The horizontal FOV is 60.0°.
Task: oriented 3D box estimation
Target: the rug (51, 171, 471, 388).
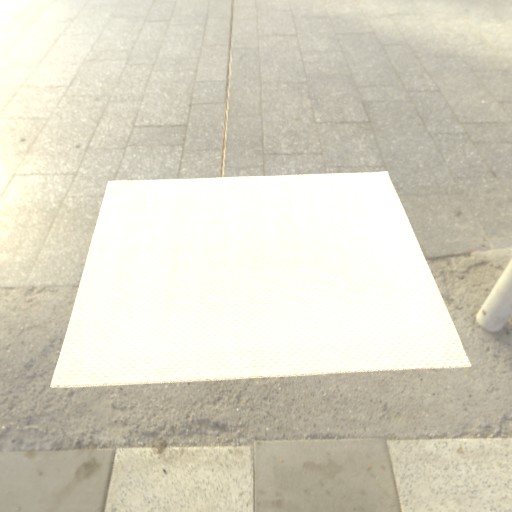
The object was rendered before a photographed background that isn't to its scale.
[{"bbox_3d":[0.000,0.000,3.808,2.897,0.035,2.277,-2,47,-2],"label":"rug"}]
